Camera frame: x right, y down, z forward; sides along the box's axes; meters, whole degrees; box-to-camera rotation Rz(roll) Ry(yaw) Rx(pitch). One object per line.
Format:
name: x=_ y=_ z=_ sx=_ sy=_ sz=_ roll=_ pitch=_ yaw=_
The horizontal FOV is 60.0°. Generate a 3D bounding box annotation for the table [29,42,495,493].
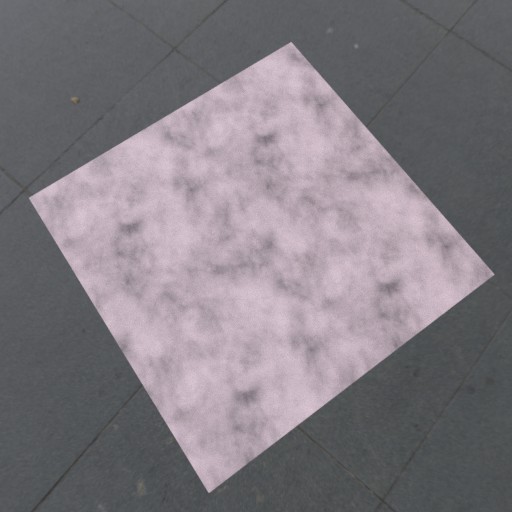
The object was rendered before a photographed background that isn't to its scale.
table: x=0.000 y=0.000 z=1.034 sx=0.670 sy=0.305 sz=0.670 roll=-34 pitch=77 yaw=-9
